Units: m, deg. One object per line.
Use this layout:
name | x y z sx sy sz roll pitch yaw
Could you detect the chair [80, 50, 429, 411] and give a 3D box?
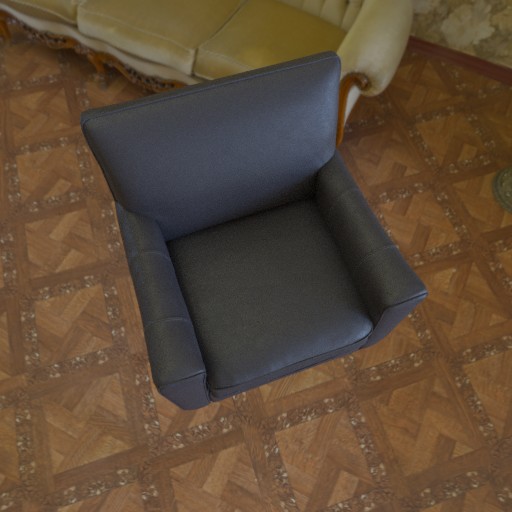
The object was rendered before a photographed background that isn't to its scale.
chair | 0.000 0.000 1.590 0.870 0.943 0.825 -18 65 -9
